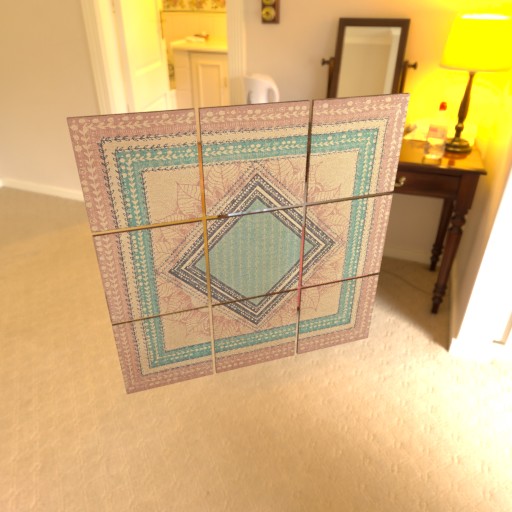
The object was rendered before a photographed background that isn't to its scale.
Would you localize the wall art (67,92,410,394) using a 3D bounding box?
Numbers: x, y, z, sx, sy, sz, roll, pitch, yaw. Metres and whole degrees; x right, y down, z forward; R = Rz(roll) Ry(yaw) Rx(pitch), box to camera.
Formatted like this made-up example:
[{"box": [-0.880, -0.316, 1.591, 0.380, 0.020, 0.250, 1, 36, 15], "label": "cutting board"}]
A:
[{"box": [0.000, 0.000, 1.827, 1.215, 1.213, 0.013, -9, 33, -15], "label": "wall art"}]
